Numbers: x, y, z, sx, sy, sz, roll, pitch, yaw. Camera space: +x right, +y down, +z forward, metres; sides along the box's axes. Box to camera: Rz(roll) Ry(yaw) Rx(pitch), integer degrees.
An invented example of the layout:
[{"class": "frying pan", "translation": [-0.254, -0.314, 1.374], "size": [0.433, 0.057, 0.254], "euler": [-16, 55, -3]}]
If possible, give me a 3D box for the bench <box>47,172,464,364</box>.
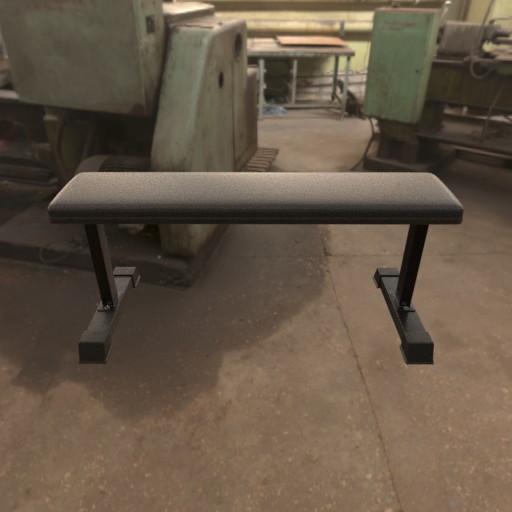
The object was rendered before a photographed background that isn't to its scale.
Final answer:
[{"class": "bench", "translation": [0.000, 0.000, 1.328], "size": [1.072, 0.453, 0.439], "euler": [0, 32, 0]}]
